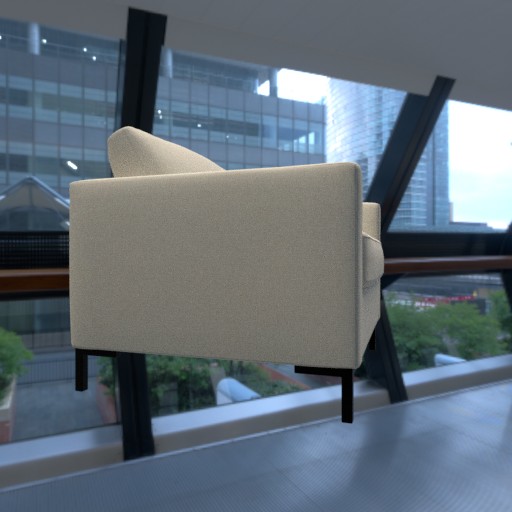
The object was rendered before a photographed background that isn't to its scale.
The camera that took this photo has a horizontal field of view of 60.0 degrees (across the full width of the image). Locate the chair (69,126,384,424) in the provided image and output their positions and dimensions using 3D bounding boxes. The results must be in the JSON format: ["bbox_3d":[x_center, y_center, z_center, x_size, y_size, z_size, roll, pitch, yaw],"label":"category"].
[{"bbox_3d":[0.000,0.000,1.613,0.875,0.806,0.964,0,0,19],"label":"chair"}]
